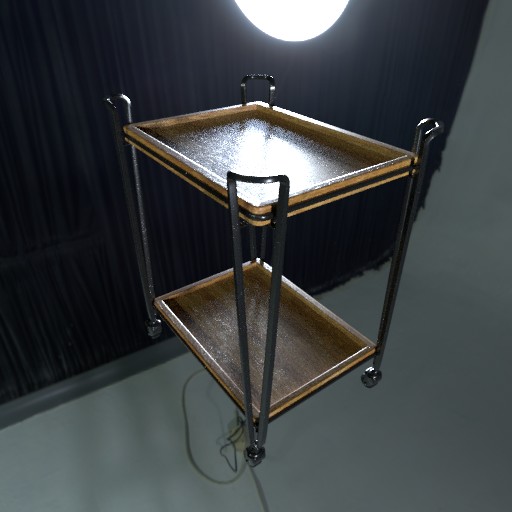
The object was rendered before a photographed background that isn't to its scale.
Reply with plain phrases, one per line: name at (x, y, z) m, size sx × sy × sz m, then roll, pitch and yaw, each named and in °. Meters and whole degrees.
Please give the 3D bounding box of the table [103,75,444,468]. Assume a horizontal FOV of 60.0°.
table at (0.000, 0.000, 1.202) m, size 0.505 × 0.785 × 0.672 m, roll -21°, pitch 38°, yaw -30°
